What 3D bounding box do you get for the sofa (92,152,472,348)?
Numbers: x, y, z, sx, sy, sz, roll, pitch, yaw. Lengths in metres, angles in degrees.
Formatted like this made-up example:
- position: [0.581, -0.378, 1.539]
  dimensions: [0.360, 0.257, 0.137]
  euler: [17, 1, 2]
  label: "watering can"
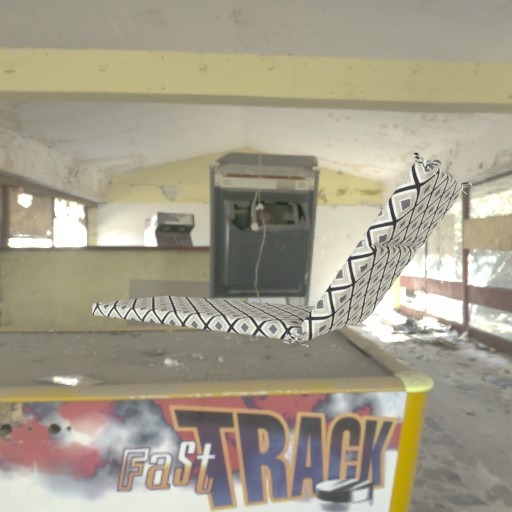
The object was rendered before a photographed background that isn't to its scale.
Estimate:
- position: [0.000, 0.000, 1.965]
  dimensions: [1.663, 0.622, 0.582]
  euler: [0, 0, 35]
  label: "sofa"
